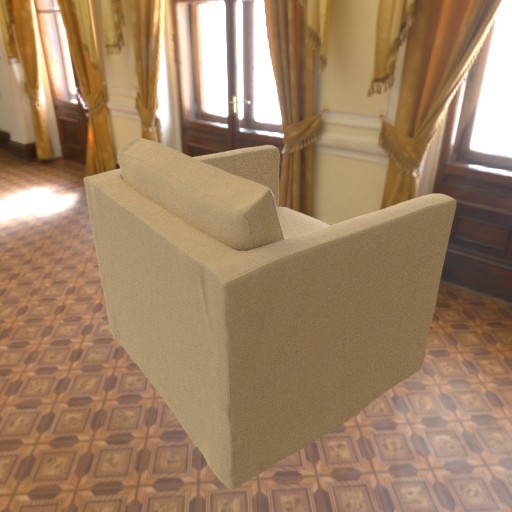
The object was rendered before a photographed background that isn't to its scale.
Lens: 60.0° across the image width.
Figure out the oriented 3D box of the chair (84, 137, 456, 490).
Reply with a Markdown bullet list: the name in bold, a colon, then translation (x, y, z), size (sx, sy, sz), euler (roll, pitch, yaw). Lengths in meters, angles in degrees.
- **chair**: translation (0.000, 0.000, 1.710), size (0.947, 0.851, 1.057), euler (-18, 31, -32)
